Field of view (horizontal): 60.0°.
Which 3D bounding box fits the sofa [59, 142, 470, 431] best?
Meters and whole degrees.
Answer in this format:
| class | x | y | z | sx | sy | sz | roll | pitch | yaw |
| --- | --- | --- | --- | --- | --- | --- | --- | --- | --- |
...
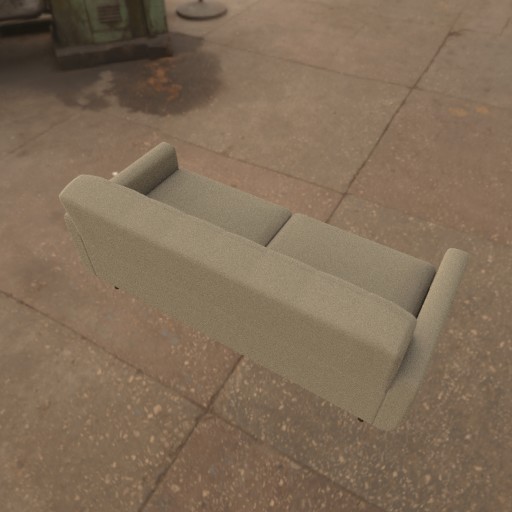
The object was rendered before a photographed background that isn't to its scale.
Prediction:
| class | x | y | z | sx | sy | sz | roll | pitch | yaw |
| --- | --- | --- | --- | --- | --- | --- | --- | --- | --- |
| sofa | 0.000 | 0.000 | 2.596 | 2.137 | 0.892 | 0.980 | 24 | 51 | 21 |
